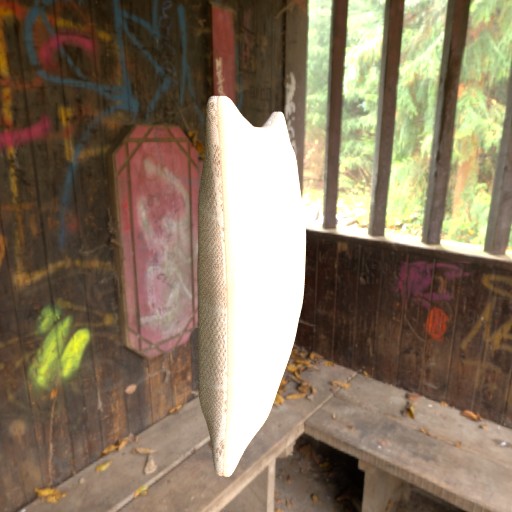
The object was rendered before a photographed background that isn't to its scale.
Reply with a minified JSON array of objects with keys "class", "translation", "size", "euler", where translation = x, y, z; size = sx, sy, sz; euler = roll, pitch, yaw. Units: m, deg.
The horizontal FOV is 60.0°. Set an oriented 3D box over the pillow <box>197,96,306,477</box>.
[{"class":"pillow","translation":[0.000,0.000,0.673],"size":[0.138,0.432,0.436],"euler":[3,16,10]}]
